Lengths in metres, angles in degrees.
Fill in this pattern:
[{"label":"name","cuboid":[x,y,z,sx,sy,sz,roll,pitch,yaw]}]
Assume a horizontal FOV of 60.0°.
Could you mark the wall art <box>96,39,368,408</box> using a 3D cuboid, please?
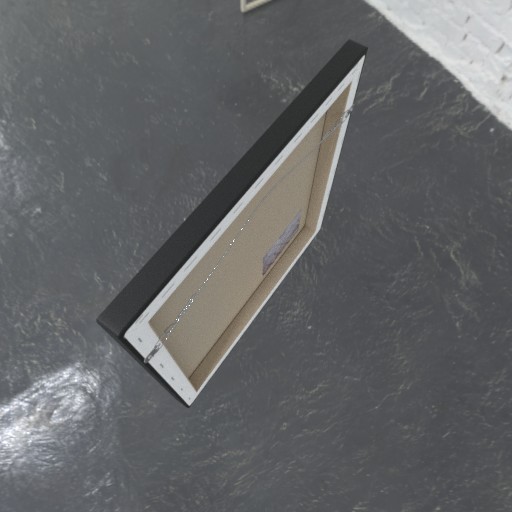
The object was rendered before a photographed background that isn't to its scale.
[{"label":"wall art","cuboid":[0.000,0.000,0.907,0.043,0.611,0.610,32,68,15]}]
